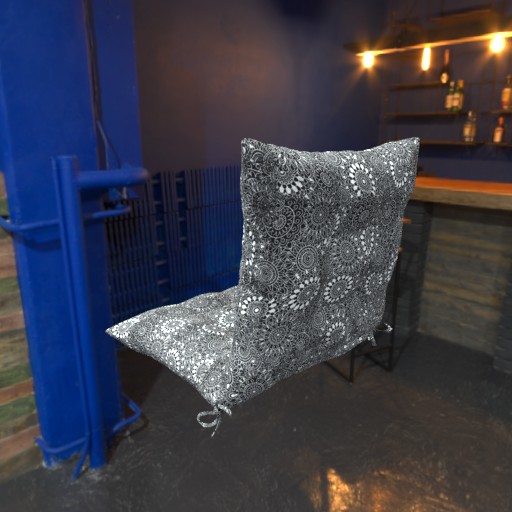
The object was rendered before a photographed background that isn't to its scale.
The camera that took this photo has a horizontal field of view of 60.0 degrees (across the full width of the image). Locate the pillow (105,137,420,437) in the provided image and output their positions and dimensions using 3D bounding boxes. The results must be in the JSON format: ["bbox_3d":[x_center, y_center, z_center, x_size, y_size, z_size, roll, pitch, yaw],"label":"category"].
[{"bbox_3d":[0.000,0.000,1.025,0.541,0.536,0.585,-14,21,-41],"label":"pillow"}]
